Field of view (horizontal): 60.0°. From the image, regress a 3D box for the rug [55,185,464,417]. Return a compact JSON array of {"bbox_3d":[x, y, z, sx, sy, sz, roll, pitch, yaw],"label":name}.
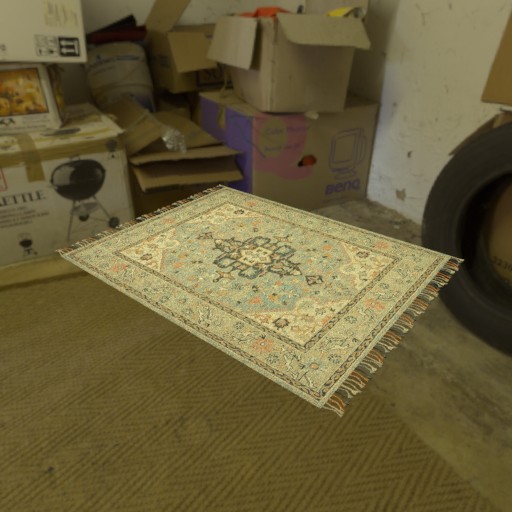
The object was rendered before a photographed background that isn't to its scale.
[{"bbox_3d":[0.000,0.000,3.541,2.651,0.010,1.971,22,36,33],"label":"rug"}]
